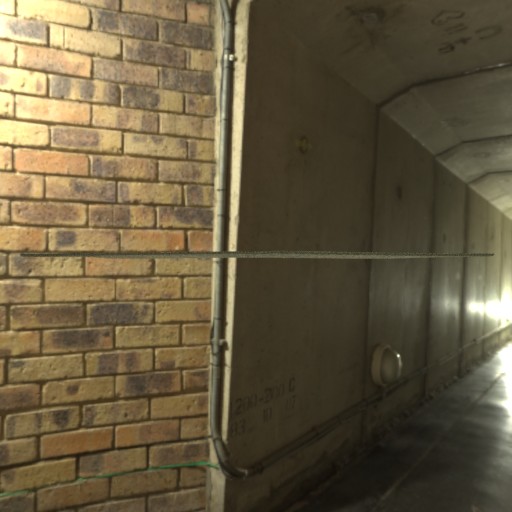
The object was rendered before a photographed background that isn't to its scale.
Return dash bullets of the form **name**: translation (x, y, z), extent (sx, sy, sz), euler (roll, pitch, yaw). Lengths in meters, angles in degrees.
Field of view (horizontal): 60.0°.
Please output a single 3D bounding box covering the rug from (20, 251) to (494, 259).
- **rug**: translation (0.000, 0.000, 5.170), extent (4.078, 0.052, 2.802), euler (0, -1, -1)
